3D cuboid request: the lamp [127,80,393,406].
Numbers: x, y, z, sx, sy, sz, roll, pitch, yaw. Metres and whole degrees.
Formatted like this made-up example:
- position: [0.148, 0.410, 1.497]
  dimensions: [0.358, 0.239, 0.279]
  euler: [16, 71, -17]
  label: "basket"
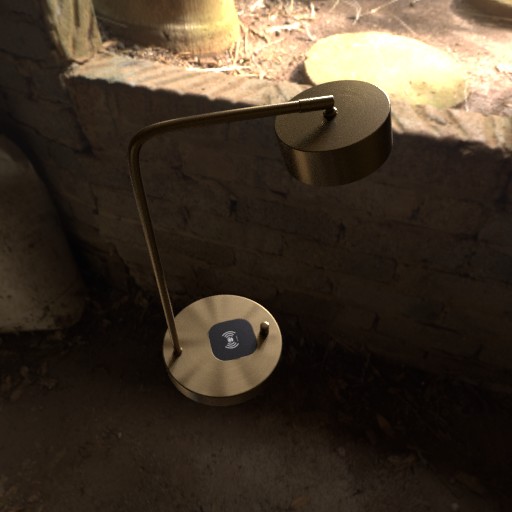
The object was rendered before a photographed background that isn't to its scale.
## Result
- position: [0.000, 0.000, 0.525]
  dimensions: [0.270, 0.380, 0.171]
  euler: [-11, 48, -11]
  label: "lamp"
